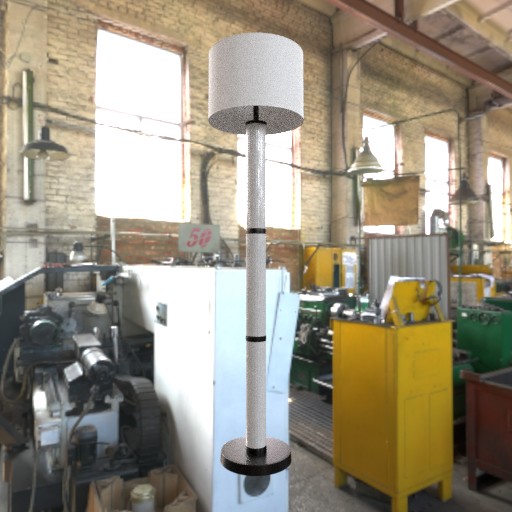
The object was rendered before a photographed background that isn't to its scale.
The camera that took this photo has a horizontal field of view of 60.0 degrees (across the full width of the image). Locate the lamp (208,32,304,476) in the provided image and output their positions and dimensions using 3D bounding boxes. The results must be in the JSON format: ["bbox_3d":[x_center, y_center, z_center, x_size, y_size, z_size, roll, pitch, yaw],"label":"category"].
[{"bbox_3d":[0.000,0.000,1.755,0.377,1.599,0.377,0,-1,19],"label":"lamp"}]
